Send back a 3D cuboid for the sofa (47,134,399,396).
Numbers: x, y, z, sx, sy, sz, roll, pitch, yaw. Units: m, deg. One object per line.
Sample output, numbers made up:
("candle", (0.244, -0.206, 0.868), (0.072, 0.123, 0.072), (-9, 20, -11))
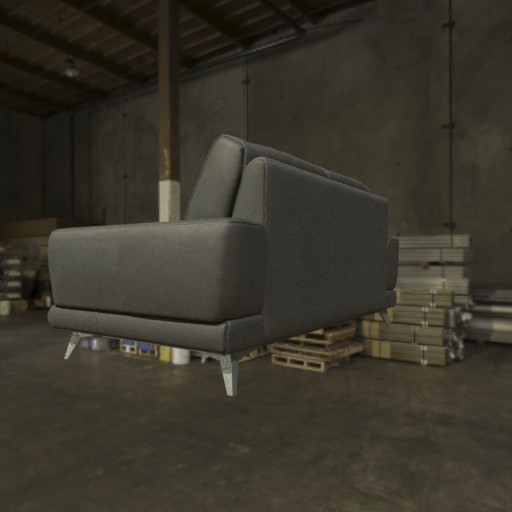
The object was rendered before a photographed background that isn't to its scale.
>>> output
("sofa", (0.000, 0.000, 2.357), (1.018, 0.907, 1.806), (0, 0, 34))
